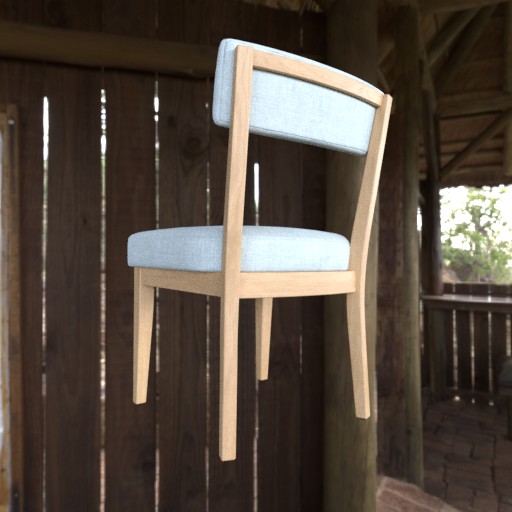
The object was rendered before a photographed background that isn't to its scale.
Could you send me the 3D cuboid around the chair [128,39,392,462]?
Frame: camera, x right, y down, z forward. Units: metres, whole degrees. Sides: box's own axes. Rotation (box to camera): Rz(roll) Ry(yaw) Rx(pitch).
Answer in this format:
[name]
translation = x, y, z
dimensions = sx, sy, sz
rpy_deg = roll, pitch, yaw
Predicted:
[chair]
translation = 0.000, 0.000, 1.163
dimensions = 0.508, 0.832, 0.572
rpy_deg = 1, -1, -36
